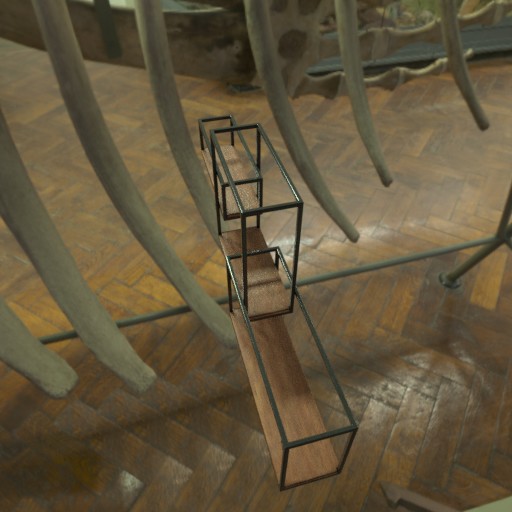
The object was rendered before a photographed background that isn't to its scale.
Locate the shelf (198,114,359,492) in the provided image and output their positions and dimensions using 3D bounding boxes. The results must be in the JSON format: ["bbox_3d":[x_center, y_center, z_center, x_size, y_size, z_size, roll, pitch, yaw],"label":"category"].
[{"bbox_3d":[0.000,0.000,2.120,0.275,0.972,1.781,-11,46,-10],"label":"shelf"}]
